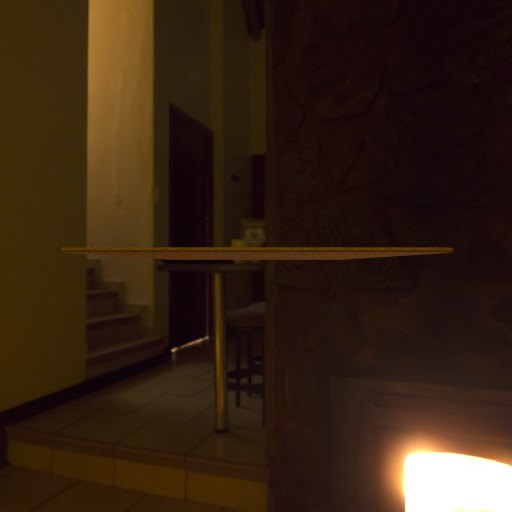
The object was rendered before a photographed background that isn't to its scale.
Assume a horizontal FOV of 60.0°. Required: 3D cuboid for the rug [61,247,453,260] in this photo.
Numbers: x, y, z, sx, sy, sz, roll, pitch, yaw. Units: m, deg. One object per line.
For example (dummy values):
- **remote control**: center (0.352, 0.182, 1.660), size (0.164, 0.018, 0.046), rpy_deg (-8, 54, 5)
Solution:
- **rug**: center (0.000, 0.000, 2.287), size (1.219, 0.016, 1.829), rpy_deg (0, -1, 0)
